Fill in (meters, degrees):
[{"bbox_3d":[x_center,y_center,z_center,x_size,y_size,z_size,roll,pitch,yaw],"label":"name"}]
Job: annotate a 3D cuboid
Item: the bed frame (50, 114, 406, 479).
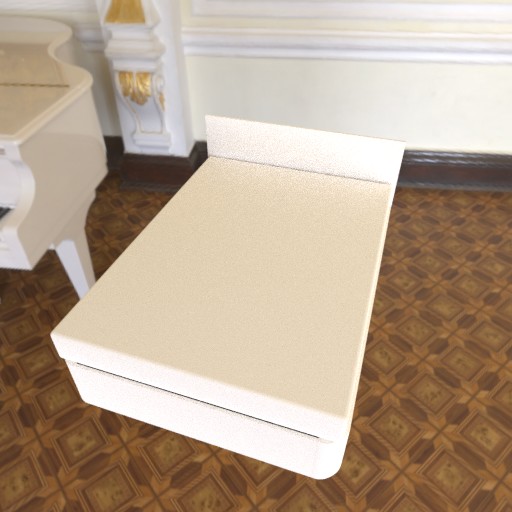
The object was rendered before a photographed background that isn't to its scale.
[{"bbox_3d":[0.000,0.000,2.584,1.400,0.800,1.900,12,41,14],"label":"bed frame"}]
